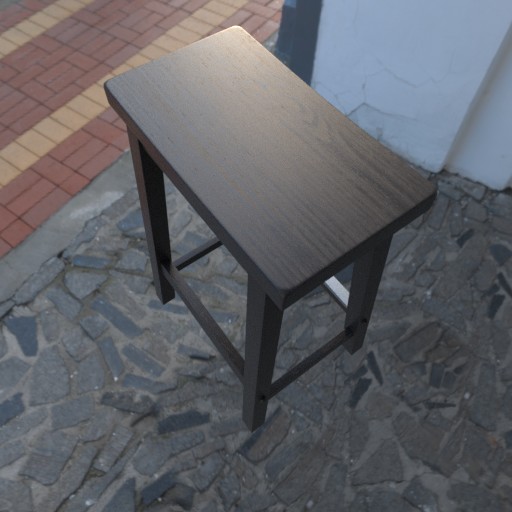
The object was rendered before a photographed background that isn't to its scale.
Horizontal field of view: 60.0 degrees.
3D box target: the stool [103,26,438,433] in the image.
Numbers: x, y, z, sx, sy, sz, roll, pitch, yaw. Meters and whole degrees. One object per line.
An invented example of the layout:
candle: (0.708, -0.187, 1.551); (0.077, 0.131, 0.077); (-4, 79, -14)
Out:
stool: (0.000, 0.000, 0.819); (0.322, 0.610, 0.406); (-32, 64, -18)
